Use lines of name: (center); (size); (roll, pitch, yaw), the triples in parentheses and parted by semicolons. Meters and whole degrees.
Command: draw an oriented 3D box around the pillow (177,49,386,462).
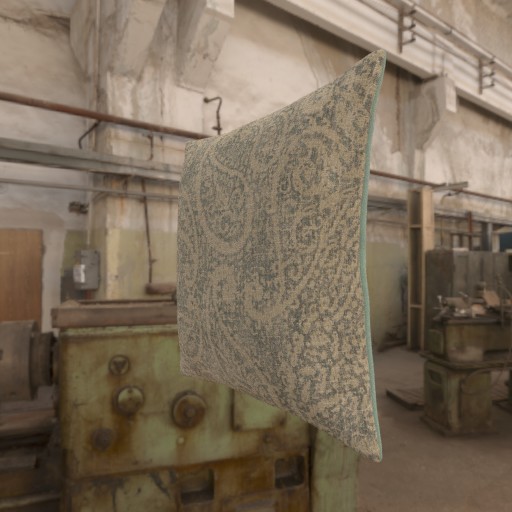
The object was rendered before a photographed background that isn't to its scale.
pillow: (0.000, 0.000, 0.753); (0.166, 0.507, 0.526); (1, -1, -36)
